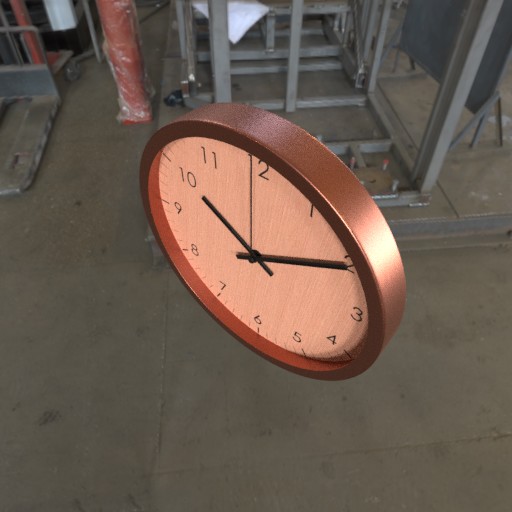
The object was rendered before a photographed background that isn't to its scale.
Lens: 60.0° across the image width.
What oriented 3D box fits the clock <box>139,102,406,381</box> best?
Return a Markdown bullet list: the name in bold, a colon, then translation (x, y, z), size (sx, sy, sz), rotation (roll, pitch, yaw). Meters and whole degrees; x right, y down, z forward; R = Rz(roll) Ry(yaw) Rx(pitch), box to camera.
- **clock**: translation (0.000, 0.000, 0.466), size (0.313, 0.313, 0.040), rotation (31, 54, 25)
